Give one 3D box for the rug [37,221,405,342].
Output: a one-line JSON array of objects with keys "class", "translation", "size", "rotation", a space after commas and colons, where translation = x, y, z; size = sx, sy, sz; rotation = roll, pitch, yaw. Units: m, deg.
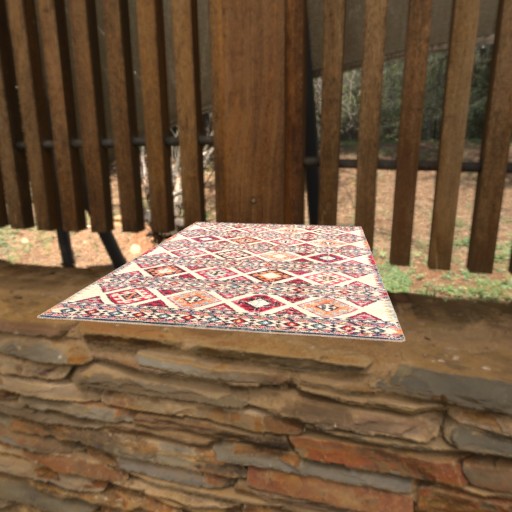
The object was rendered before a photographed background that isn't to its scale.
[{"class": "rug", "translation": [0.000, 0.000, 2.958], "size": [1.545, 0.010, 2.440], "rotation": [2, 14, 9]}]
